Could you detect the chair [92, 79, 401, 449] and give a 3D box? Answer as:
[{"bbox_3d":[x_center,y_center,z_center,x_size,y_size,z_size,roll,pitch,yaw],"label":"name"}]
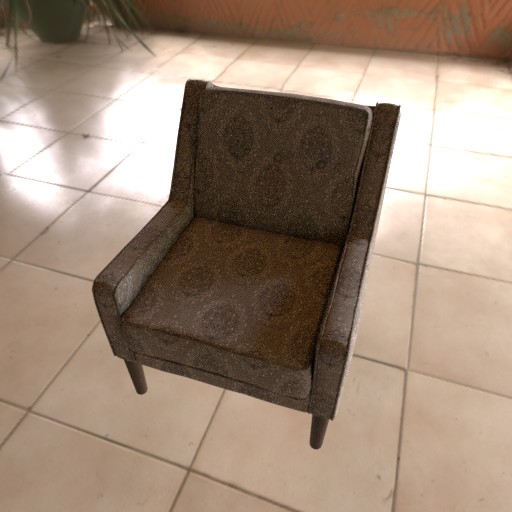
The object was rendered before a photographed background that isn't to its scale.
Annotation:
[{"bbox_3d":[0.000,0.000,1.325,0.665,0.797,0.750,12,43,13],"label":"chair"}]
